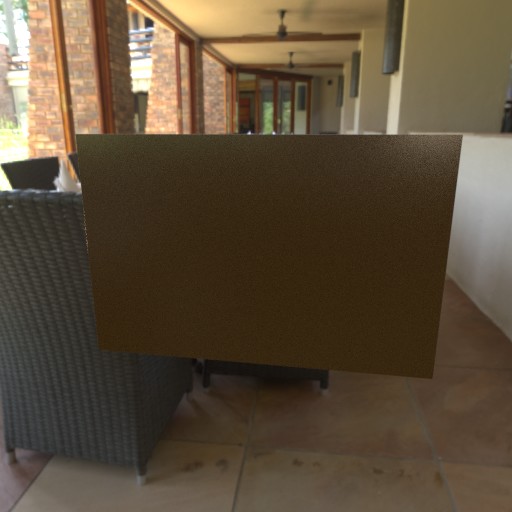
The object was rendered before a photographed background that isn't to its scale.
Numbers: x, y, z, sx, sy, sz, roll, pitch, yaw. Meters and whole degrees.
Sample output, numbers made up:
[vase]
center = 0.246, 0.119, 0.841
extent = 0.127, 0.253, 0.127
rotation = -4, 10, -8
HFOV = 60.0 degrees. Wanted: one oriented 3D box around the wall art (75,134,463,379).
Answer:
[wall art]
center = 0.000, 0.000, 1.152
extent = 0.932, 0.610, 0.027
rotation = 3, 16, 9
